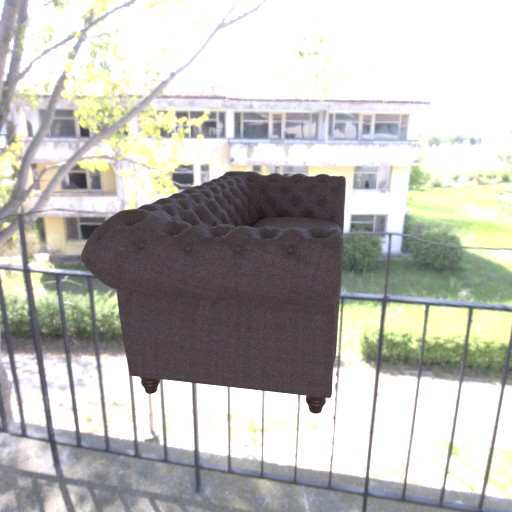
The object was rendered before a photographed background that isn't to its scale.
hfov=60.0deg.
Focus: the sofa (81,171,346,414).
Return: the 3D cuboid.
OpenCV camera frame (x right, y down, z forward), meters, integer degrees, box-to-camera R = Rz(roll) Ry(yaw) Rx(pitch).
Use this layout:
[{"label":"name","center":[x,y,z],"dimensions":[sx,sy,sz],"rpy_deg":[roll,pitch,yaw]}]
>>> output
[{"label":"sofa","center":[0.000,0.000,2.462],"dimensions":[0.944,0.780,2.048],"rpy_deg":[3,16,11]}]
